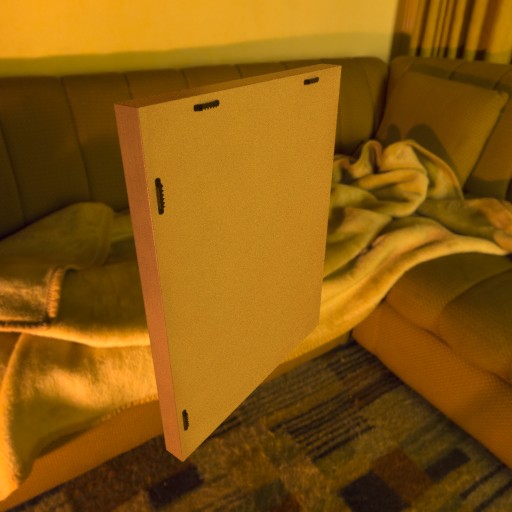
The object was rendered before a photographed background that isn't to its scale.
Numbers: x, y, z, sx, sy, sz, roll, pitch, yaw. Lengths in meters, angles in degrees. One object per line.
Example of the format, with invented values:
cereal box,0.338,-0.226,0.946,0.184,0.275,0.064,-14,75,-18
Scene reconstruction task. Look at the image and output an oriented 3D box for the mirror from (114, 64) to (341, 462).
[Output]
mirror,0.000,0.000,0.682,0.041,0.509,0.406,20,35,31
